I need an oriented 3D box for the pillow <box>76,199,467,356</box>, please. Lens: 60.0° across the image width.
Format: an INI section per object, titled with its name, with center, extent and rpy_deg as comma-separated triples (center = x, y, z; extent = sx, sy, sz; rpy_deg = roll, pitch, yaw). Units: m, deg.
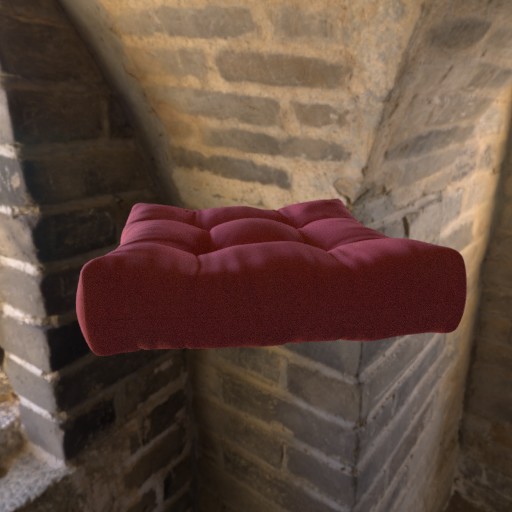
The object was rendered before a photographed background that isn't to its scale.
[pillow]
center = 0.000, 0.000, 0.728
extent = 0.468, 0.128, 0.490
rpy_deg = -2, 15, -8
